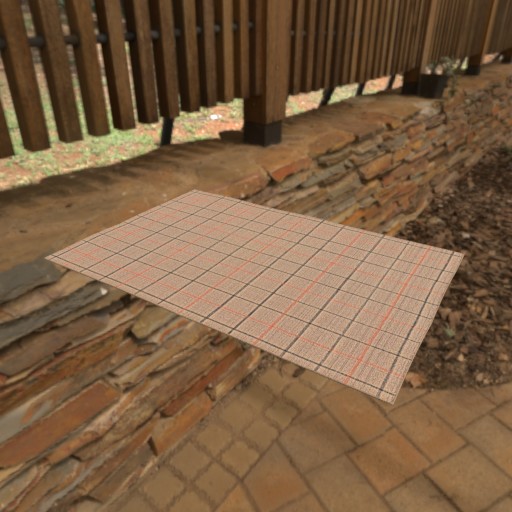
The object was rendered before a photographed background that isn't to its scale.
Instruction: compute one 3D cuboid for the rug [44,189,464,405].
[{"bbox_3d":[0.000,0.000,2.317,1.829,0.013,1.220,17,33,28],"label":"rug"}]
